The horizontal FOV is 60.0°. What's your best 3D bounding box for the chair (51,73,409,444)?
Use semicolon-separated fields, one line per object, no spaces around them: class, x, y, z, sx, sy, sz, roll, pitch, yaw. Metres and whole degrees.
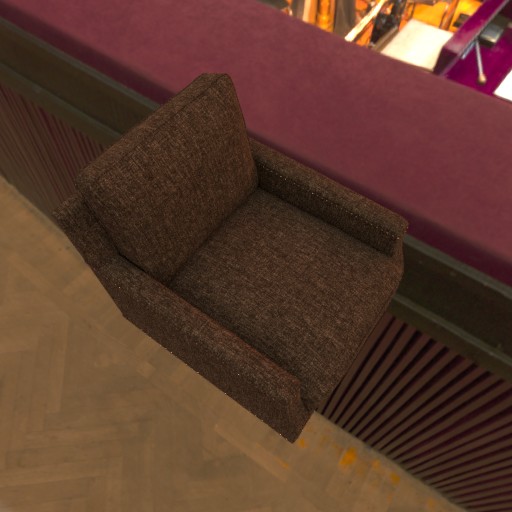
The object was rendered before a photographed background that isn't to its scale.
chair;0.000;0.000;1.705;1.014;0.943;0.853;32;63;18
